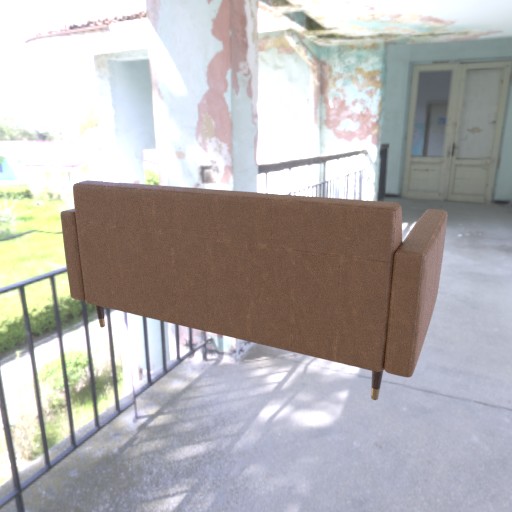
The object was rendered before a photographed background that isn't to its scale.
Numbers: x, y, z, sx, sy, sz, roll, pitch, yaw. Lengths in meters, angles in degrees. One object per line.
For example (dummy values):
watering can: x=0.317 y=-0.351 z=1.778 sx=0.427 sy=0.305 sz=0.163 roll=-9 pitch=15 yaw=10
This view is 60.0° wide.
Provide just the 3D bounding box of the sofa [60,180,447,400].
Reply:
sofa: x=0.000 y=0.000 z=2.412 sx=1.847 sy=0.821 sz=0.993 roll=8 pitch=18 yaw=26
